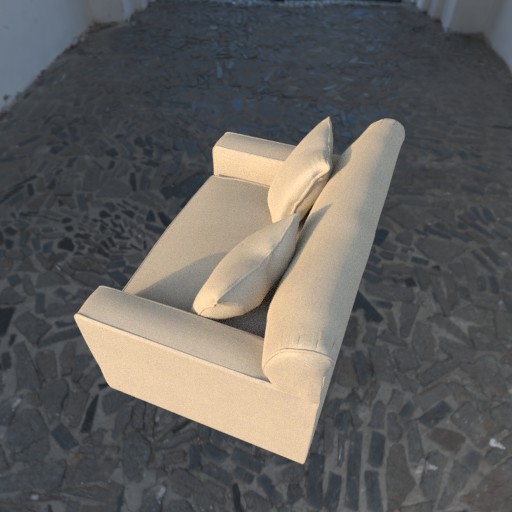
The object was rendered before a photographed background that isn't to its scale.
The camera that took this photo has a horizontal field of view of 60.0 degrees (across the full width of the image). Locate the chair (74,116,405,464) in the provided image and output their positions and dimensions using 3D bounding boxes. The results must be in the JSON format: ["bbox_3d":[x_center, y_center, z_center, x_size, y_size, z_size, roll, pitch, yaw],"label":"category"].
[{"bbox_3d":[0.000,0.000,2.074,1.000,0.948,1.383,16,49,15],"label":"chair"}]
